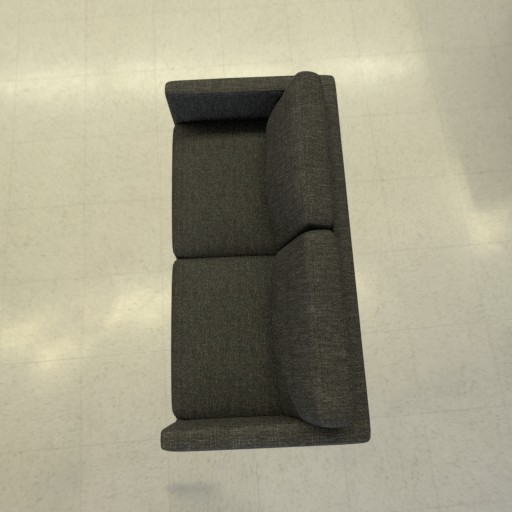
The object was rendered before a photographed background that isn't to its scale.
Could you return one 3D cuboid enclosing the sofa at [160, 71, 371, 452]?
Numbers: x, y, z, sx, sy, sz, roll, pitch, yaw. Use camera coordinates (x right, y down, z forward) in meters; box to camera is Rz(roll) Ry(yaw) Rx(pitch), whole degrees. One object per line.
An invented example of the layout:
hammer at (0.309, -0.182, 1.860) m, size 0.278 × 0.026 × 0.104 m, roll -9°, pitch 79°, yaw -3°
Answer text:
sofa at (0.000, 0.000, 2.418) m, size 0.950 × 0.963 × 1.884 m, roll -2°, pitch 75°, yaw -1°
